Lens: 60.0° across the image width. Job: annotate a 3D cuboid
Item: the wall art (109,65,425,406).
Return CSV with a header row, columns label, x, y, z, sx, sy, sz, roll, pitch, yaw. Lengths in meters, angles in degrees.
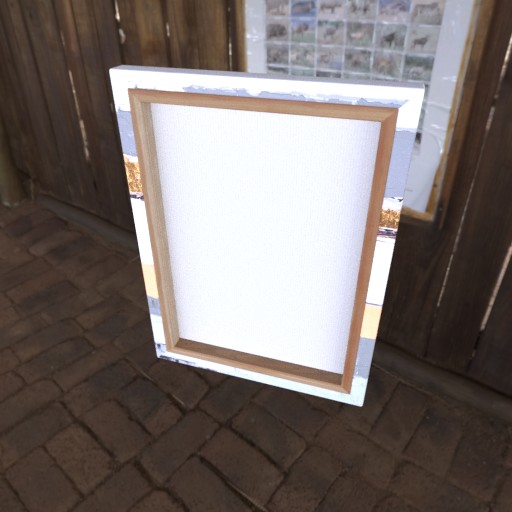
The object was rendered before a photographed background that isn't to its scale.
label,x,y,z,sx,sy,sz,roll,pitch,yaw
wall art,0.000,0.000,0.793,0.456,0.609,0.038,10,34,14
